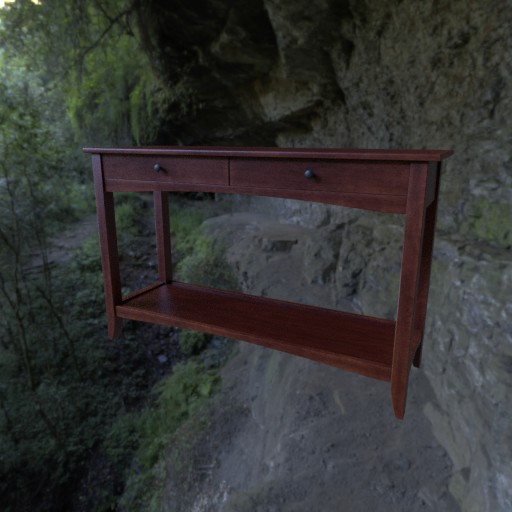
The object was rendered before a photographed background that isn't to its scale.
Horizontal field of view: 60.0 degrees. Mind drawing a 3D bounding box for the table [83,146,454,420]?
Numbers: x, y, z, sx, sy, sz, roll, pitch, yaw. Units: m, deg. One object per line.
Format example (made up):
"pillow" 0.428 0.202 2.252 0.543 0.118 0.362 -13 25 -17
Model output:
"table" 0.000 0.000 1.572 1.188 0.739 0.392 8 17 26
